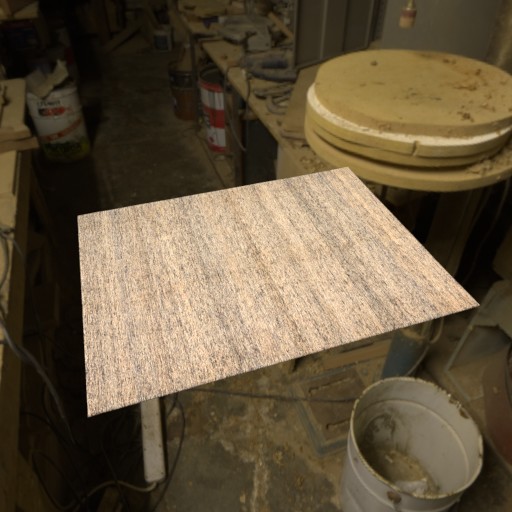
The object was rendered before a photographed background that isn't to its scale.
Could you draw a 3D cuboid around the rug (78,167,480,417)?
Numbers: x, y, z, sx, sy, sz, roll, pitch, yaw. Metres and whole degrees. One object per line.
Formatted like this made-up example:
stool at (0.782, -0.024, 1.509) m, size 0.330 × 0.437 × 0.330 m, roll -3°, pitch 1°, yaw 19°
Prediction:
rug at (0.000, 0.000, 4.239) m, size 3.199 × 0.036 × 2.414 m, roll -12°, pitch 43°, yaw -14°
